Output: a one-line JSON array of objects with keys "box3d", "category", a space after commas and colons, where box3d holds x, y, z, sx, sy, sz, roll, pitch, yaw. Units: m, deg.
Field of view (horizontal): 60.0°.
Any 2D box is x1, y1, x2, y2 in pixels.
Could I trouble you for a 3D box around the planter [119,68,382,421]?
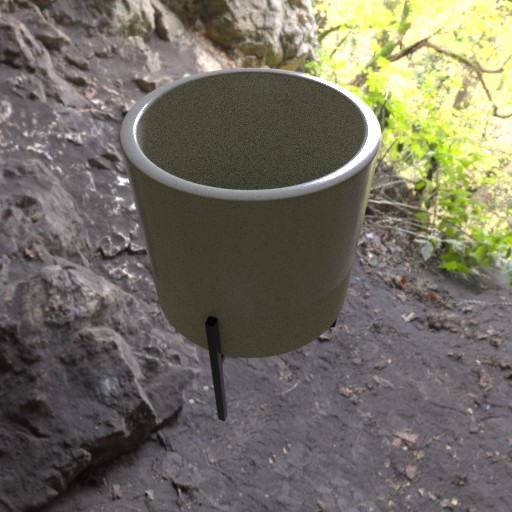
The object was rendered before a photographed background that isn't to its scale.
[{"box3d": [0.000, 0.000, 0.343, 0.159, 0.230, 0.152, -9, 46, -9], "category": "planter"}]
